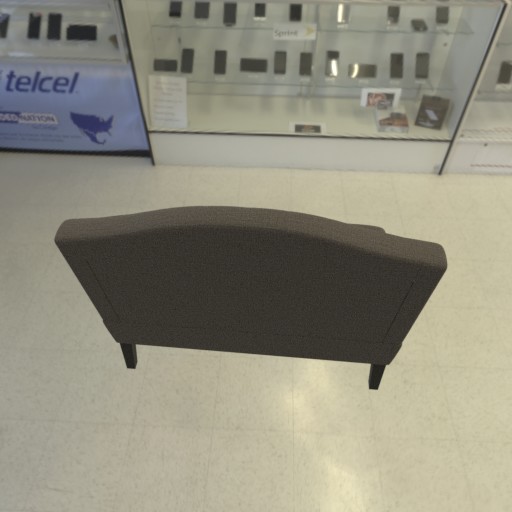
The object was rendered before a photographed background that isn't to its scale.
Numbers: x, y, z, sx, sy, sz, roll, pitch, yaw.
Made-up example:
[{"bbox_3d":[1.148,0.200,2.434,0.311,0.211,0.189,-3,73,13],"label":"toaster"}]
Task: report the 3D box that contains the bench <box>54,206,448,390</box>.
[{"bbox_3d":[0.000,0.000,2.054,1.335,1.180,0.815,4,48,4],"label":"bench"}]
